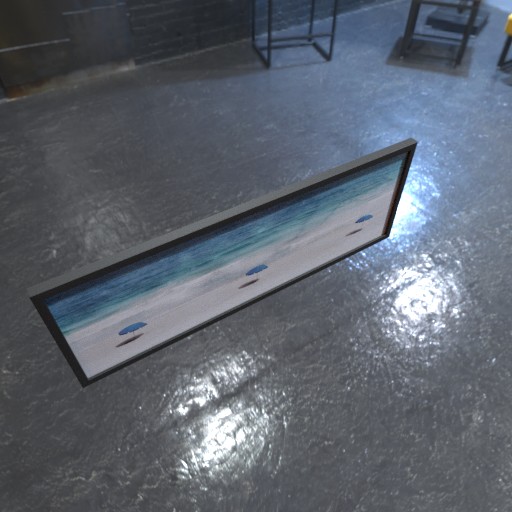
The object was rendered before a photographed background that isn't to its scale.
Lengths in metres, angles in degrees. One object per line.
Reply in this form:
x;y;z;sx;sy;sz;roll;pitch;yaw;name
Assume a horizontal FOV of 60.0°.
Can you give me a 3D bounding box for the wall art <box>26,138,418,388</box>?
0.000;0.000;1.783;1.572;0.554;0.041;-24;51;-21;wall art
